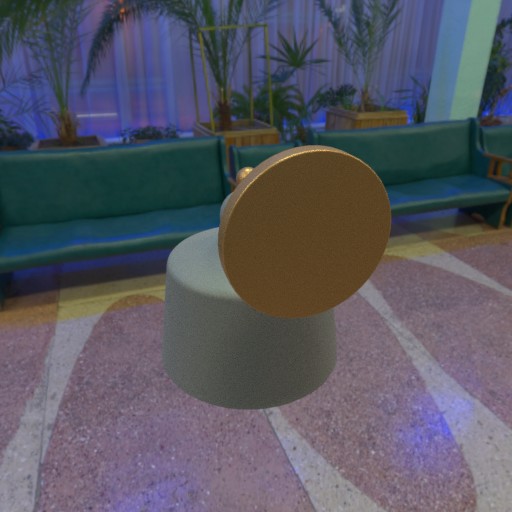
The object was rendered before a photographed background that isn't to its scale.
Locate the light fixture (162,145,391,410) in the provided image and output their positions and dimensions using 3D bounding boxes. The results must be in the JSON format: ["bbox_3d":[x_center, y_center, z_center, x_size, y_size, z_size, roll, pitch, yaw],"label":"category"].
[{"bbox_3d":[0.000,0.000,0.444,0.204,0.268,0.254,-8,28,-16],"label":"light fixture"}]
